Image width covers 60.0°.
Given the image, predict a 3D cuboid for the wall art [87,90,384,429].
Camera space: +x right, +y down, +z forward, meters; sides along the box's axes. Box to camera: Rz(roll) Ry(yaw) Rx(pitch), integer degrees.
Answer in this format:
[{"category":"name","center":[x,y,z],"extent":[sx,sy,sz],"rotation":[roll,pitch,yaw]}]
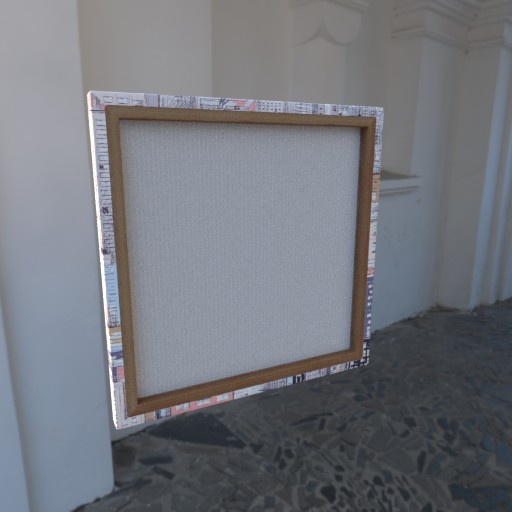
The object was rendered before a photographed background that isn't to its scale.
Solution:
[{"category":"wall art","center":[0.000,0.000,1.149],"extent":[0.761,0.762,0.048],"rotation":[-6,14,-26]}]
